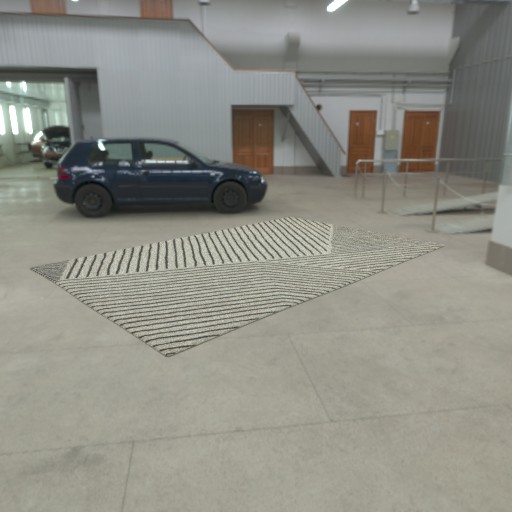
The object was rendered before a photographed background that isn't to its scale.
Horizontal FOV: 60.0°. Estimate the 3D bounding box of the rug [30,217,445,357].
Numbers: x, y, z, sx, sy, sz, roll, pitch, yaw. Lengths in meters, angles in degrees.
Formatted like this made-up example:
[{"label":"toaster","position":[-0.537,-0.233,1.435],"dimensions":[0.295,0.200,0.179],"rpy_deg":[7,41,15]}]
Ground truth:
[{"label":"rug","position":[0.000,0.000,2.999],"dimensions":[2.406,0.023,1.539],"rpy_deg":[-15,22,-42]}]
